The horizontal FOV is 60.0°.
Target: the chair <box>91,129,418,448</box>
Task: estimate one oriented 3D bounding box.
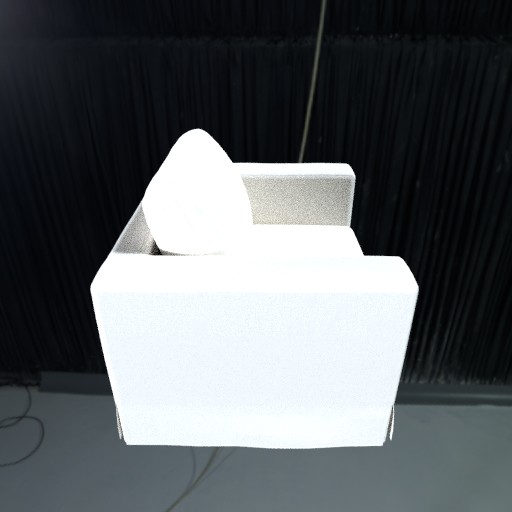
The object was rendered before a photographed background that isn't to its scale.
[{"bbox_3d":[0.000,0.000,1.816,0.957,0.878,1.150,0,29,0],"label":"chair"}]
